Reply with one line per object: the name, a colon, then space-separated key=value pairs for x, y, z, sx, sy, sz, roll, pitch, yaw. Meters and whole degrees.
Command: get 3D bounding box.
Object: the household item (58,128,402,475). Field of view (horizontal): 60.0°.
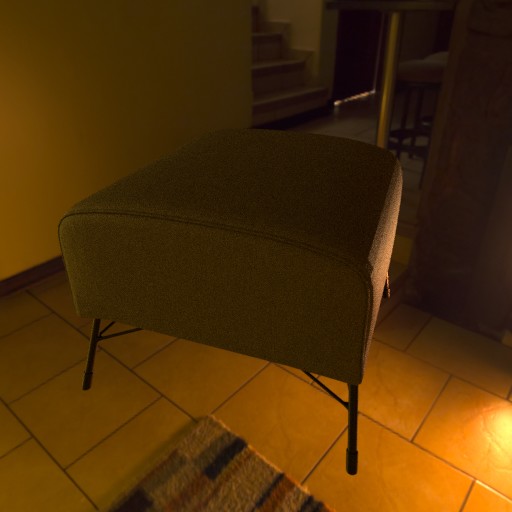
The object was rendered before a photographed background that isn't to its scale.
household item: x=0.000 y=0.000 z=0.888 sx=0.530 sy=0.410 sz=0.530 roll=10 pitch=31 yaw=17
